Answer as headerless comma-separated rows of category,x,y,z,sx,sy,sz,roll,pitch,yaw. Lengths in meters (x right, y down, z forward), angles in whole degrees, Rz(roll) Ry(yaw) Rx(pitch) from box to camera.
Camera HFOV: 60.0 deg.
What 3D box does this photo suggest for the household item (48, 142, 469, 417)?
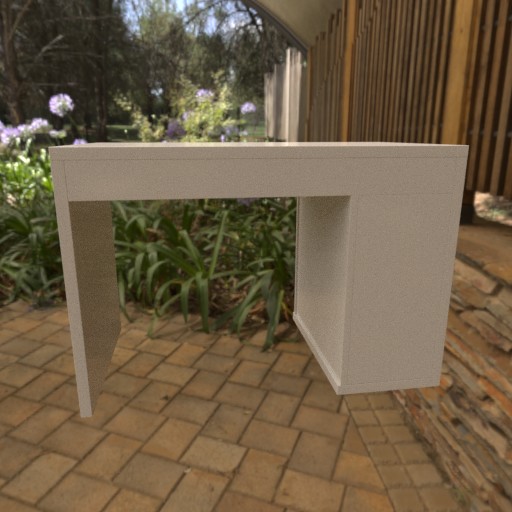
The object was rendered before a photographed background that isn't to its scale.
household item,0.000,0.000,1.527,1.100,0.749,0.597,-2,15,-8
